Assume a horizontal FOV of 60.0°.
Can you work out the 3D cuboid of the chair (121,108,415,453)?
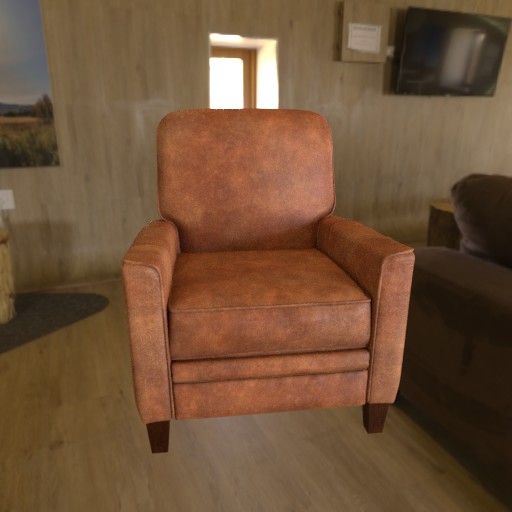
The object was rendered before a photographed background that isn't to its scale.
[{"bbox_3d":[0.000,0.000,1.621,0.843,1.043,0.836,-2,17,-7],"label":"chair"}]
